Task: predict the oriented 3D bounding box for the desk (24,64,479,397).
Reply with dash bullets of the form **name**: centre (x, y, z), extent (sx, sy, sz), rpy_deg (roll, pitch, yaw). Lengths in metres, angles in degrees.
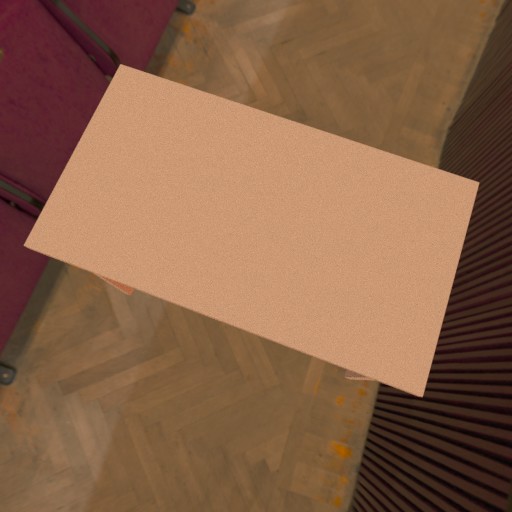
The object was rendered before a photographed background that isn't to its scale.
- **desk**: centre (0.000, 0.000, 1.341), extent (0.900, 0.729, 0.498), rpy_deg (20, 76, 5)
